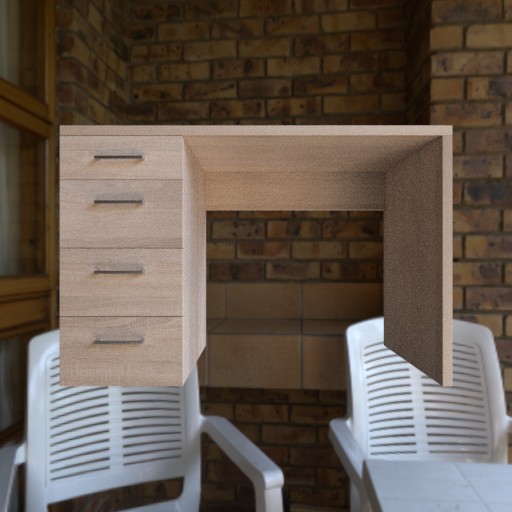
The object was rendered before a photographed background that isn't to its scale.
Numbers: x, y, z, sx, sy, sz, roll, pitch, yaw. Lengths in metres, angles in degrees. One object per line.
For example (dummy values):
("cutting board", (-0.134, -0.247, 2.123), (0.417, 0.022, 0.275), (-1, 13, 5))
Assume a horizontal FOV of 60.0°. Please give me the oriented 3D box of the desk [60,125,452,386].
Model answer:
("desk", (0.000, 0.000, 1.516), (1.100, 0.731, 0.600), (0, 0, 0))
